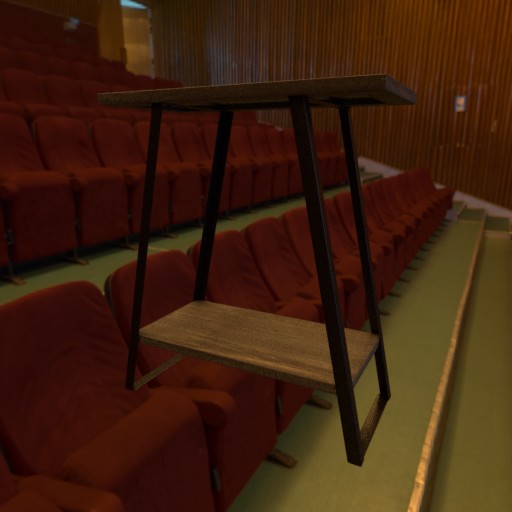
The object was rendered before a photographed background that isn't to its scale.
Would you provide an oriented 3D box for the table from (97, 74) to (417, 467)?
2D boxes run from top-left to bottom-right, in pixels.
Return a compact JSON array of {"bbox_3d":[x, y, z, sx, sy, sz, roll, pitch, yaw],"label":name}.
[{"bbox_3d":[0.000,0.000,1.012,0.599,0.701,0.300,7,16,27],"label":"table"}]
